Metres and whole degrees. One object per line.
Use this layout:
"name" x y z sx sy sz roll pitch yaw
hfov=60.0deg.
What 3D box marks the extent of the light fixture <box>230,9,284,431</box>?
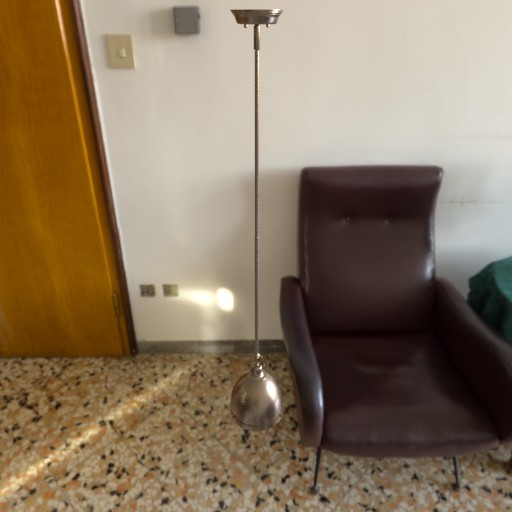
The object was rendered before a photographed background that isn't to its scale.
"light fixture" 0.000 0.000 1.408 0.217 1.367 0.211 -19 34 -31
